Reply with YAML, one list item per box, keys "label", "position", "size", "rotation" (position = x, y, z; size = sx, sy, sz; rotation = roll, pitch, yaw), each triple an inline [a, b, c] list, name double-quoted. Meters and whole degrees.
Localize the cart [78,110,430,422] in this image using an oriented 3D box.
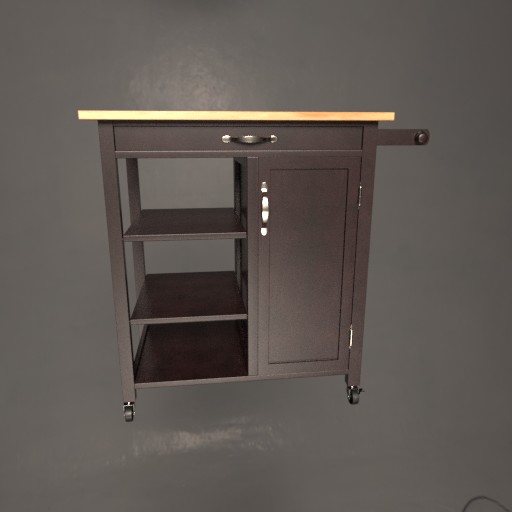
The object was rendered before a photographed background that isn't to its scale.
- label: "cart"
  position: [0.000, 0.000, 1.451]
  size: [0.914, 0.878, 0.472]
  rotation: [-2, 16, -7]
